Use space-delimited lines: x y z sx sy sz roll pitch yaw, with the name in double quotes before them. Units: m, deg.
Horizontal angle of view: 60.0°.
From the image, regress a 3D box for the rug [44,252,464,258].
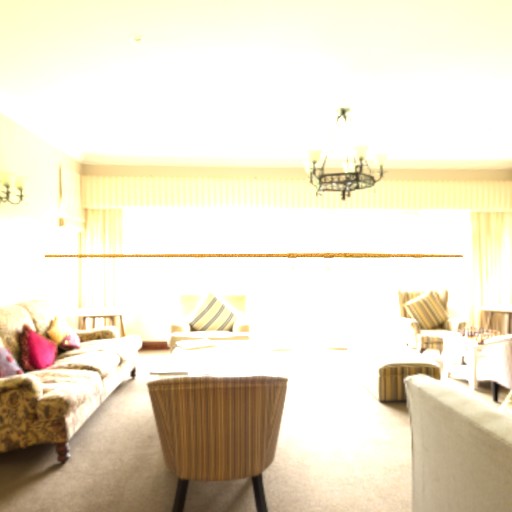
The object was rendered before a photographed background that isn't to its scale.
"rug" 0.000 0.000 4.095 3.047 0.029 2.438 0 0 37
